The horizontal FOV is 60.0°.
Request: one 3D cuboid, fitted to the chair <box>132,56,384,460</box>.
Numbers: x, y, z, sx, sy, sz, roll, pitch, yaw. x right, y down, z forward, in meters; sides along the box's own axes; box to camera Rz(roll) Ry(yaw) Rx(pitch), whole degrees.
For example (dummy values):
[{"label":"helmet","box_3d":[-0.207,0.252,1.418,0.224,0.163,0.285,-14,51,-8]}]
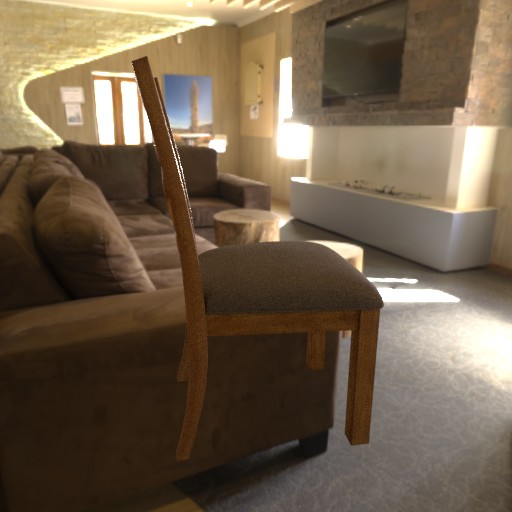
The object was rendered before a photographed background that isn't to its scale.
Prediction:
[{"label":"chair","box_3d":[0.000,0.000,1.224,0.581,0.949,0.470,-3,16,-9]}]
